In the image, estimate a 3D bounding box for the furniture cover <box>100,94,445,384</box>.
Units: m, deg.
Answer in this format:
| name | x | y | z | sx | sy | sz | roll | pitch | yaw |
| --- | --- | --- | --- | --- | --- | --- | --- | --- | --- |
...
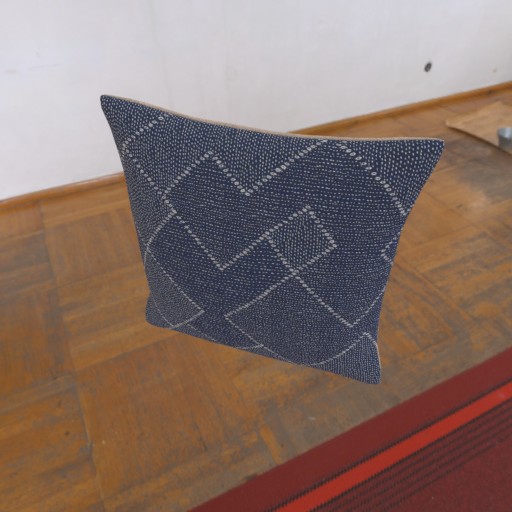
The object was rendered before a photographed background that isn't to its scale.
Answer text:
| name | x | y | z | sx | sy | sz | roll | pitch | yaw |
| --- | --- | --- | --- | --- | --- | --- | --- | --- | --- |
| furniture cover | 0.000 | 0.000 | 0.772 | 0.511 | 0.503 | 0.162 | 12 | 41 | 14 |
